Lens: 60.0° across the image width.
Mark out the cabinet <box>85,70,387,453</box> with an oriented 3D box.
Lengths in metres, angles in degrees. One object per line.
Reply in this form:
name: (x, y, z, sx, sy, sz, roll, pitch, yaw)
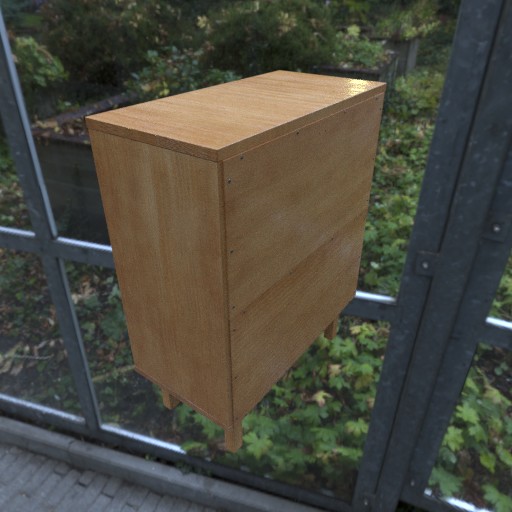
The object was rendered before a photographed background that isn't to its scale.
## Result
cabinet: (0.000, 0.000, 1.451, 0.419, 1.001, 0.800, 21, 37, 30)
